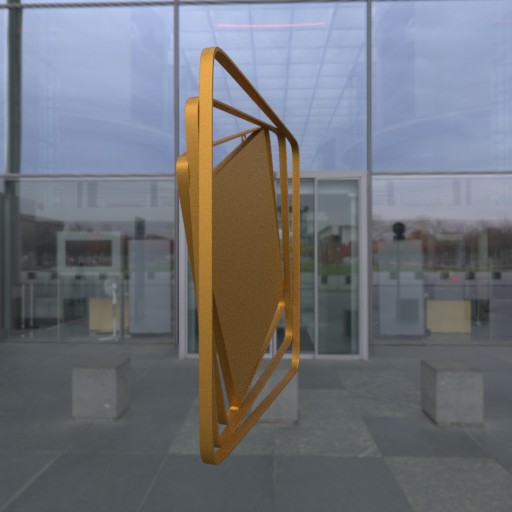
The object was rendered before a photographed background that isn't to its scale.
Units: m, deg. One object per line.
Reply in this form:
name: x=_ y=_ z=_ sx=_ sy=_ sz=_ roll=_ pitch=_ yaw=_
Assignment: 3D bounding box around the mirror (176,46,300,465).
mirror: x=0.000 y=0.000 z=0.694 sx=0.045 sy=0.468 sz=0.470 roll=0 pitch=0 yaw=17
